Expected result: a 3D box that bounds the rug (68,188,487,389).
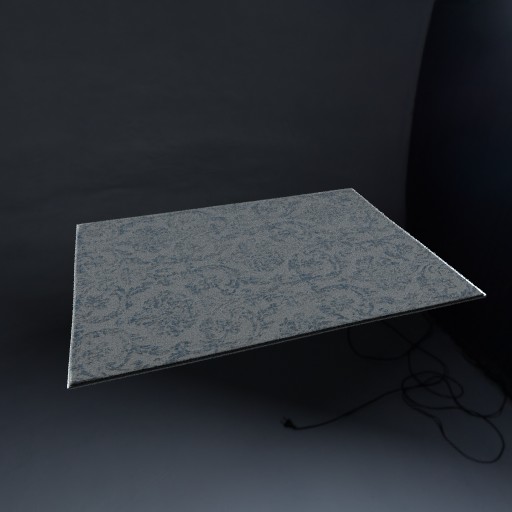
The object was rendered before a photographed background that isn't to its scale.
[{"bbox_3d":[0.000,0.000,2.826,2.197,0.014,1.586,-9,33,-15],"label":"rug"}]
